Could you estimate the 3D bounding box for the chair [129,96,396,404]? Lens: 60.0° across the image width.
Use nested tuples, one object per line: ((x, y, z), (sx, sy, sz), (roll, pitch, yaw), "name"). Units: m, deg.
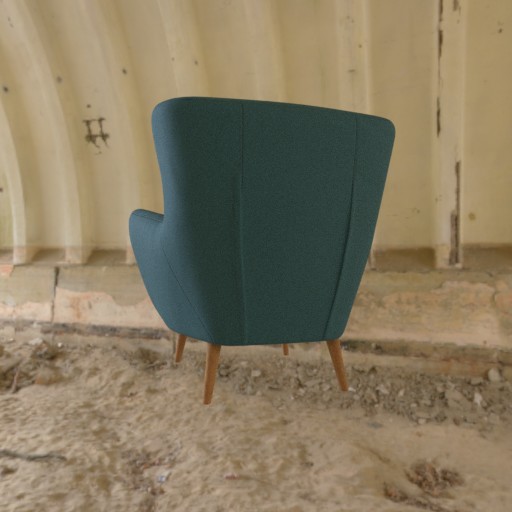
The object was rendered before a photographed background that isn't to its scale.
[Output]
((0.000, 0.000, 1.633), (0.890, 0.889, 0.889), (0, -1, -17), "chair")
